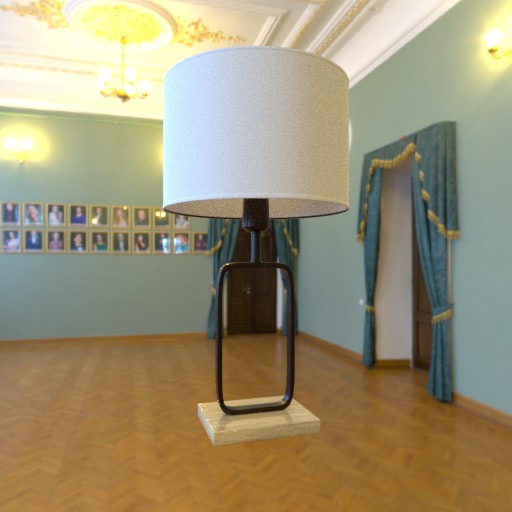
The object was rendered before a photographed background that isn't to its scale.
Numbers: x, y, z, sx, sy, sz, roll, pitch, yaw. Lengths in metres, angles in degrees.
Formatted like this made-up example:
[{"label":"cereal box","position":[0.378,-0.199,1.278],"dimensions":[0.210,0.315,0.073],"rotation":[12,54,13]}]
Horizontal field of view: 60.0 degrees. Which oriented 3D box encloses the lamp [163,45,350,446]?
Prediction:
[{"label":"lamp","position":[0.000,0.000,0.674],"dimensions":[0.279,0.508,0.279],"rotation":[0,-1,-17]}]
